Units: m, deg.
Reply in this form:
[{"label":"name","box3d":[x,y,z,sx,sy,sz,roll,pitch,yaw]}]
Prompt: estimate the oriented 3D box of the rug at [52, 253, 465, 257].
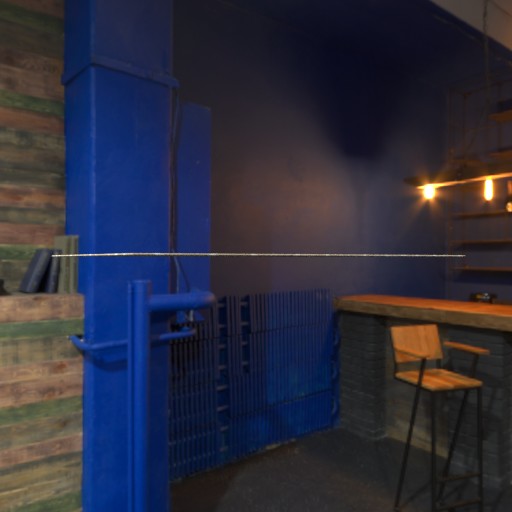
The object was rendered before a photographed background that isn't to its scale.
[{"label":"rug","box3d":[0.000,0.000,4.434,3.353,0.010,2.438,0,0,-35]}]
